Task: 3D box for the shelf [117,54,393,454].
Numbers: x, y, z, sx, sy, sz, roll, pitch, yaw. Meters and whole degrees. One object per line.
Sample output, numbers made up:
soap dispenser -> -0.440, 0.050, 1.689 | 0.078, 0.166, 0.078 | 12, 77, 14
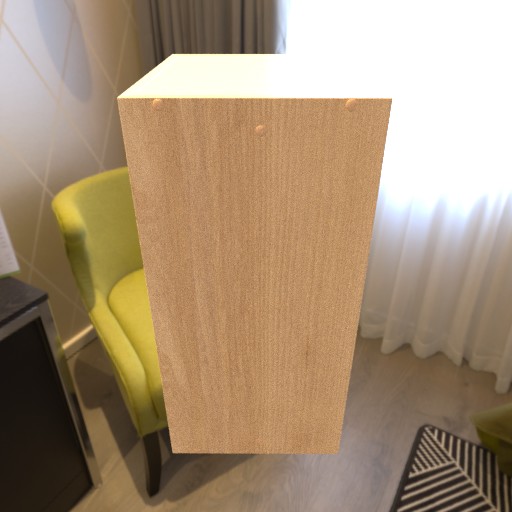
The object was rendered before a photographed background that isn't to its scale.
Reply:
shelf -> 0.000, 0.000, 0.769 | 0.290, 0.600, 0.350 | 0, 31, 0
